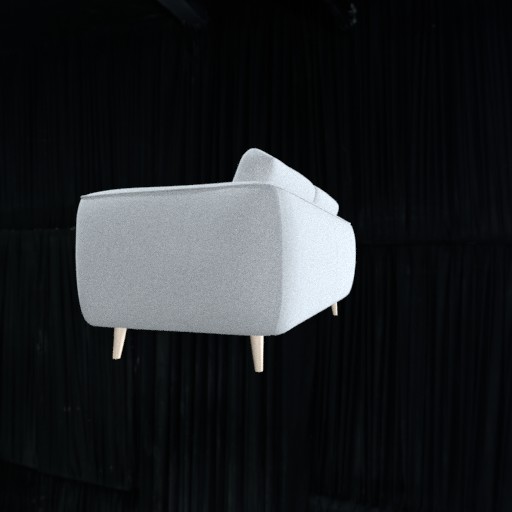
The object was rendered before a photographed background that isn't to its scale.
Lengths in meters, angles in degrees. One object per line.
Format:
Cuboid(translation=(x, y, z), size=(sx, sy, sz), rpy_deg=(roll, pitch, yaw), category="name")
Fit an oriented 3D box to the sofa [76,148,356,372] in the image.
Cuboid(translation=(0.000, 0.000, 2.521), size=(0.920, 0.850, 2.000), rpy_deg=(0, 0, 20), category="sofa")
